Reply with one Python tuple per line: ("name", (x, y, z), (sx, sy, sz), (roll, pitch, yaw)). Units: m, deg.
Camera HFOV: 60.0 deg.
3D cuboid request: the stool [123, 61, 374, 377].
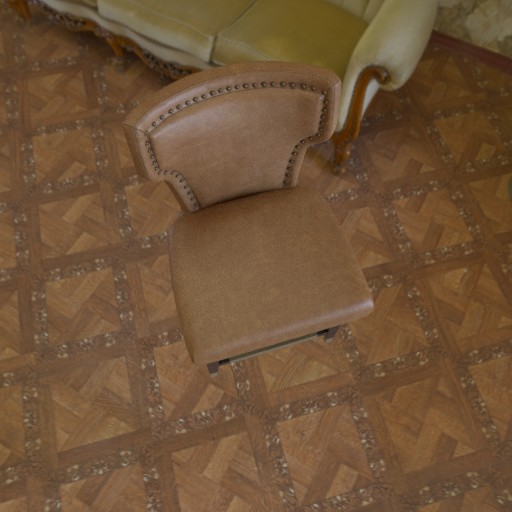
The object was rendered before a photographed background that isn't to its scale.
("stool", (0.000, 0.000, 1.355), (0.526, 0.982, 0.563), (-15, 65, -7))
